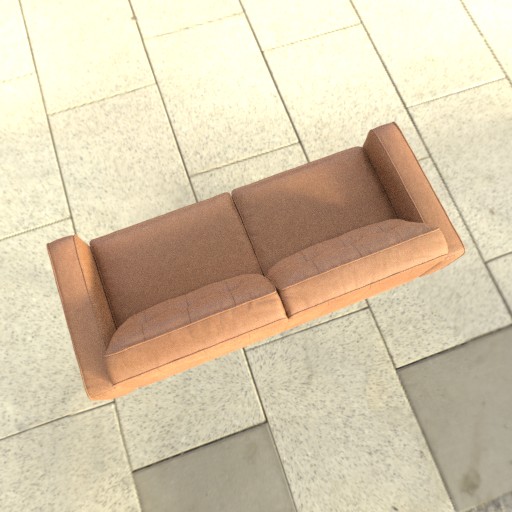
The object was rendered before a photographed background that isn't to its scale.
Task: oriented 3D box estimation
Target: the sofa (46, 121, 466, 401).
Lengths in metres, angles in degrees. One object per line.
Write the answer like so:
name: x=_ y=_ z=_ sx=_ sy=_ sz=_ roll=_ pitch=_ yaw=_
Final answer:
sofa: x=0.000 y=0.000 z=2.710 sx=2.270 sy=0.780 sz=0.953 roll=-21 pitch=75 yaw=-6
